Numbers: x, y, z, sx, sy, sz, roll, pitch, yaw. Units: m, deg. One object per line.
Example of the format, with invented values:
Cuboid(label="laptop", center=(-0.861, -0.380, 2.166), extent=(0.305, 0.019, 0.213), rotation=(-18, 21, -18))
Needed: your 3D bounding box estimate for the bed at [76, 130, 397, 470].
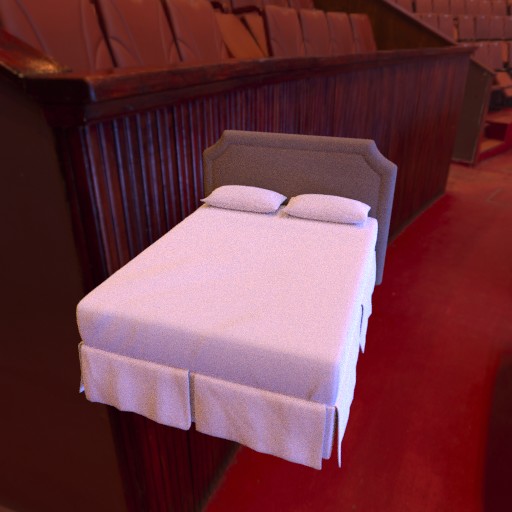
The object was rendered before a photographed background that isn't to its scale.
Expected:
Cuboid(label="bed", center=(0.000, 0.000, 3.108), extent=(1.693, 1.290, 2.116), rotation=(9, 28, 17))
